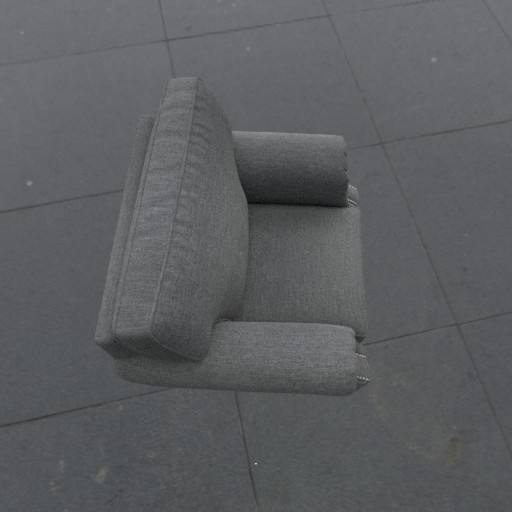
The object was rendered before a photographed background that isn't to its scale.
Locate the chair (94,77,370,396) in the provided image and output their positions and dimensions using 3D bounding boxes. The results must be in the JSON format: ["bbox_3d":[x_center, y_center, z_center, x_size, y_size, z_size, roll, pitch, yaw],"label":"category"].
[{"bbox_3d":[0.000,0.000,1.808,0.965,0.961,1.092,2,65,1],"label":"chair"}]
